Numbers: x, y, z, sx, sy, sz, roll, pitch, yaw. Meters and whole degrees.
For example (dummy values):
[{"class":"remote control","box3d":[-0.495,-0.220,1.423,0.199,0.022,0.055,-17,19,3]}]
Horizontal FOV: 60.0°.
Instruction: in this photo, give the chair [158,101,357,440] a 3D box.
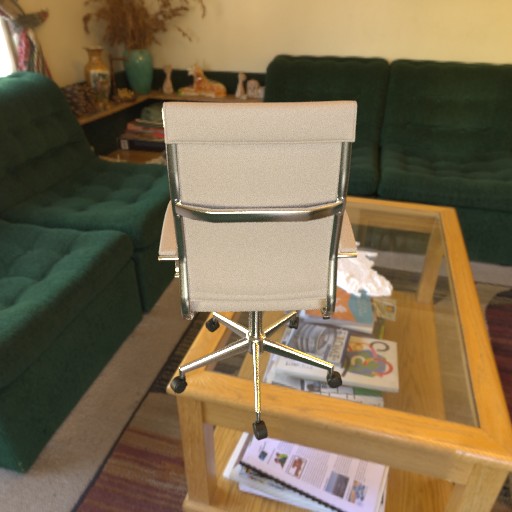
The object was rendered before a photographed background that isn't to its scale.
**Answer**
[{"class":"chair","box3d":[0.000,0.000,1.534,0.679,1.149,0.667,-1,31,-2]}]
